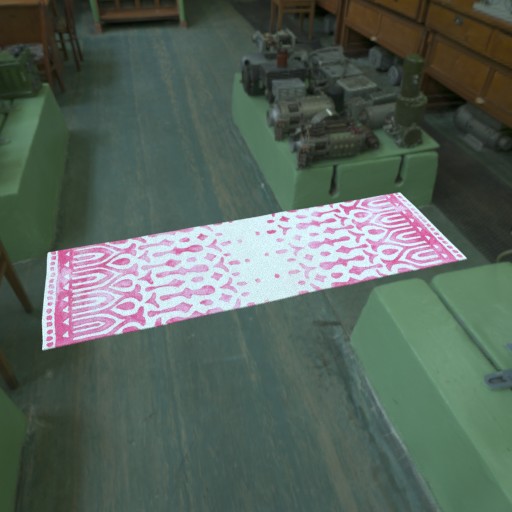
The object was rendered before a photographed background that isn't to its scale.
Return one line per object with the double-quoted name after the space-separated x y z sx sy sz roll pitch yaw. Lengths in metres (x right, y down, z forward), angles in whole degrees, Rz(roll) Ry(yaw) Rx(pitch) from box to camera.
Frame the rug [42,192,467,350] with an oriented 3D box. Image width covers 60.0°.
0.000 0.000 2.722 2.458 0.011 0.787 -11 42 -12 "rug"
